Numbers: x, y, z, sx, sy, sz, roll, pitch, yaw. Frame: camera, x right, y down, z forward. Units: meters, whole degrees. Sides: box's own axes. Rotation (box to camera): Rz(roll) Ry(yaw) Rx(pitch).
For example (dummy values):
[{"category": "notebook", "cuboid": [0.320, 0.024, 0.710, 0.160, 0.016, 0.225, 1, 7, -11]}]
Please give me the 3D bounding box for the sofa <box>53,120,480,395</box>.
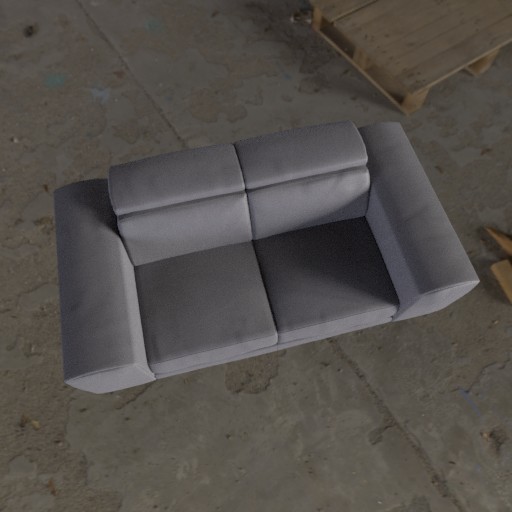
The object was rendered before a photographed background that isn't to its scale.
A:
[{"category": "sofa", "cuboid": [0.000, 0.000, 2.331, 1.895, 0.779, 1.003, -13, 65, -6]}]
